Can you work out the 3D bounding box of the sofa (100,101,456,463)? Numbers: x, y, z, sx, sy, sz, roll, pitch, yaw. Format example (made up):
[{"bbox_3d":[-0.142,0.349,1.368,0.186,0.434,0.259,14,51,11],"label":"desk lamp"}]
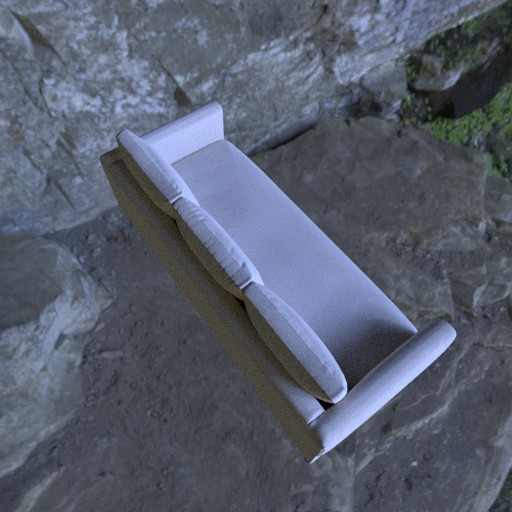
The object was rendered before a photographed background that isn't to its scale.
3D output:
[{"bbox_3d":[0.000,0.000,2.708,0.902,0.911,2.198,-32,64,-18],"label":"sofa"}]
